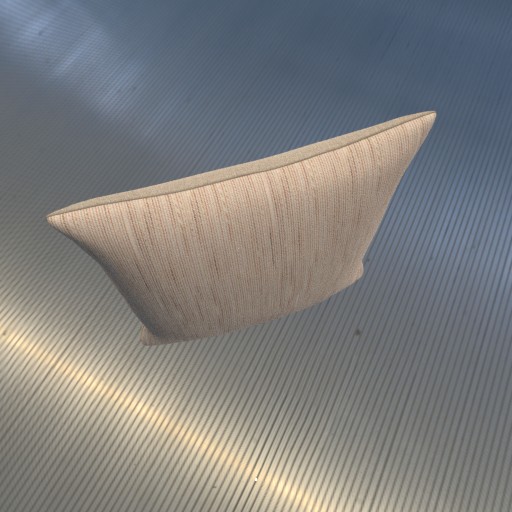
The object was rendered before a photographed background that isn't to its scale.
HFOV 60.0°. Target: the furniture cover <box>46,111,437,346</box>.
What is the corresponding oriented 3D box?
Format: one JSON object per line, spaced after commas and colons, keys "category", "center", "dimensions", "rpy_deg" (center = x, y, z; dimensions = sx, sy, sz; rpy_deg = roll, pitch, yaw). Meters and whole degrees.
{"category": "furniture cover", "center": [0.000, 0.000, 0.763], "dimensions": [0.512, 0.506, 0.178], "rpy_deg": [-17, 64, -8]}
